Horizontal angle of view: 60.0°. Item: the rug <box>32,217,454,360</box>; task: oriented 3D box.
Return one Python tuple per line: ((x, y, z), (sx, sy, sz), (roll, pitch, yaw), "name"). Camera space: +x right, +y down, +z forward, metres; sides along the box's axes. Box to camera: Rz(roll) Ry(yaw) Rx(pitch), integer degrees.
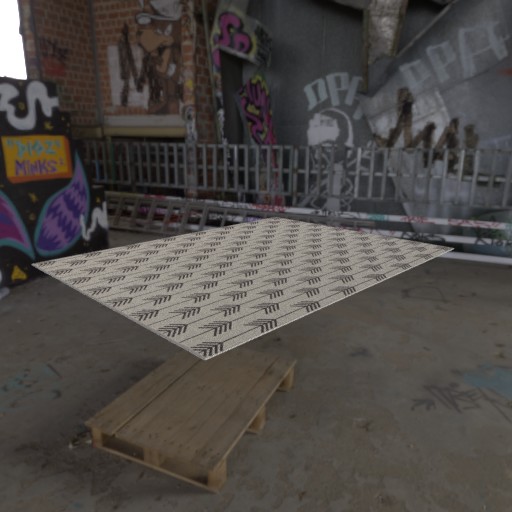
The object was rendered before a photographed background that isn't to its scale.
((0.000, 0.000, 4.003), (2.330, 0.010, 3.061), (15, 21, 43), "rug")
